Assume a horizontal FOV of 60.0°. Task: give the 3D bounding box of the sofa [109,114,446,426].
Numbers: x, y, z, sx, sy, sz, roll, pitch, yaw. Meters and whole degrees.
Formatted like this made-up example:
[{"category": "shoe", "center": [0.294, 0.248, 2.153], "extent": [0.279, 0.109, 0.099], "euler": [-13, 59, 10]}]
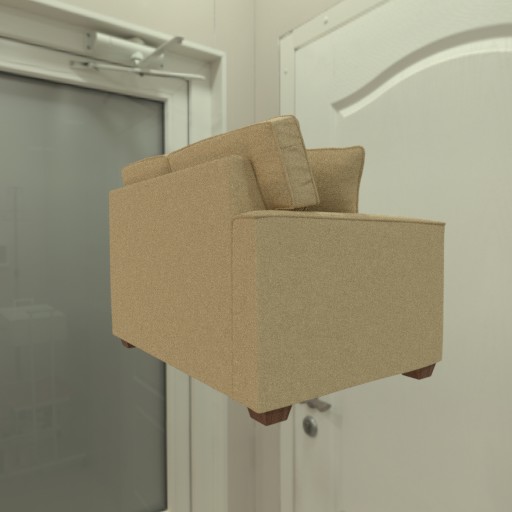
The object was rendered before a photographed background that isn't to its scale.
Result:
[{"category": "sofa", "center": [0.000, 0.000, 2.114], "extent": [0.991, 0.989, 1.388], "euler": [-1, 2, -36]}]
